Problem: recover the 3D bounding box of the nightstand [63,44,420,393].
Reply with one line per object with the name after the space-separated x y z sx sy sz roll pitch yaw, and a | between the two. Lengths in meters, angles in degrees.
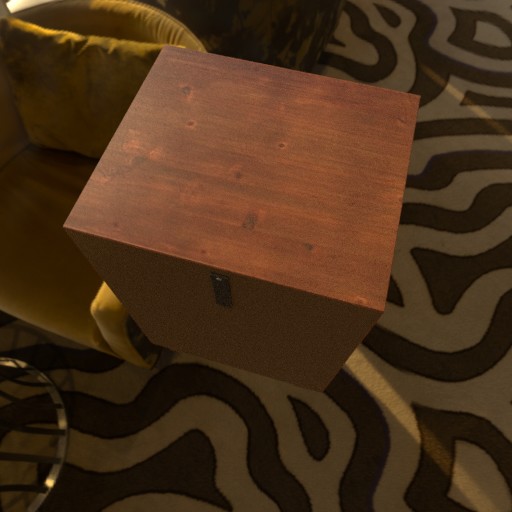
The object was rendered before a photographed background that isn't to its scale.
0.000 0.000 1.004 0.465 0.695 0.410 14 64 7 | nightstand
